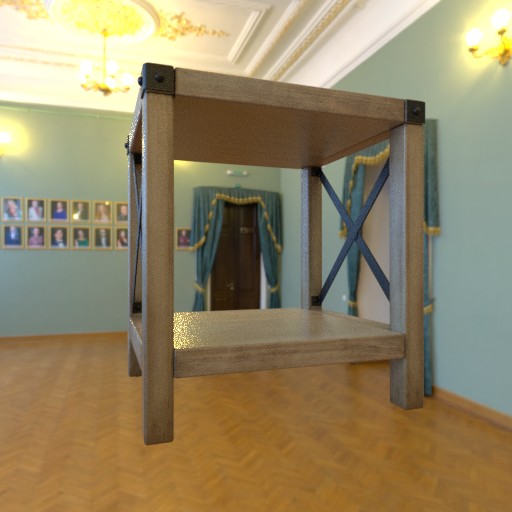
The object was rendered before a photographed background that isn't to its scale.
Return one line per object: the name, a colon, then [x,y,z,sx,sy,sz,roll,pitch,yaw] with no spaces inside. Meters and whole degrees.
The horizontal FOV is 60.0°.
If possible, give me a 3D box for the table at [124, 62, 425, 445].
table: [0.000,0.000,0.927,0.510,0.561,0.459,0,0,-19]
